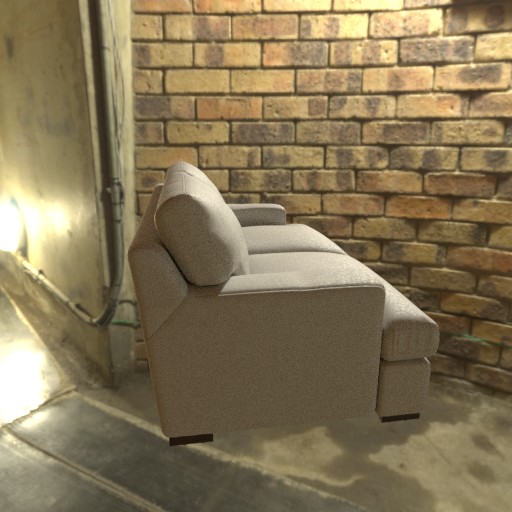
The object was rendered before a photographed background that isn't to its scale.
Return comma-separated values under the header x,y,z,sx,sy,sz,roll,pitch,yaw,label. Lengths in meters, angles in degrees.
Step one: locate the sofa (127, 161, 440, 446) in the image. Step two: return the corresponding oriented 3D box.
x,y,z,sx,sy,sz,roll,pitch,yaw,label
0.000,0.000,2.432,1.143,0.940,1.880,-3,16,-9,sofa
